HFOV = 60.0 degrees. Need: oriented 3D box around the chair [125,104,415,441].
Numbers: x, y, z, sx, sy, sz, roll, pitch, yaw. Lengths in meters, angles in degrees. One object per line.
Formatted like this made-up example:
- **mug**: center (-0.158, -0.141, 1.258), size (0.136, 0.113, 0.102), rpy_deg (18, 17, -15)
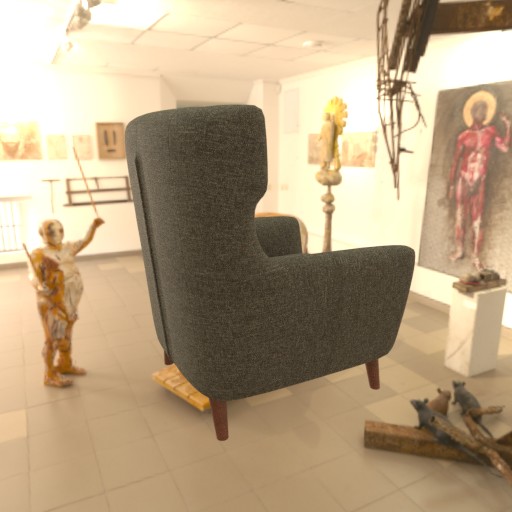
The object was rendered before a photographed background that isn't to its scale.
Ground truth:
- **chair**: center (0.000, 0.000, 1.756), size (0.904, 1.063, 0.878), rpy_deg (-7, 16, -27)
